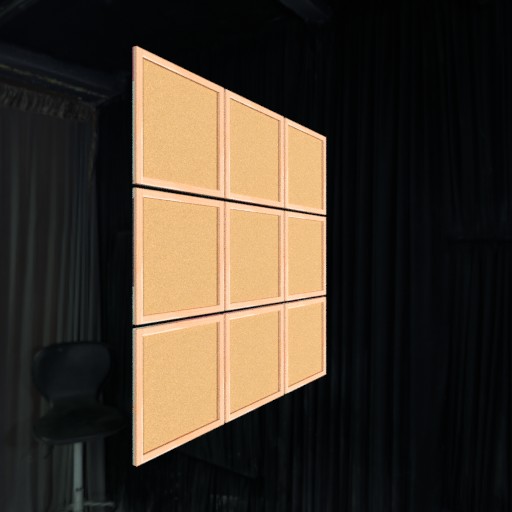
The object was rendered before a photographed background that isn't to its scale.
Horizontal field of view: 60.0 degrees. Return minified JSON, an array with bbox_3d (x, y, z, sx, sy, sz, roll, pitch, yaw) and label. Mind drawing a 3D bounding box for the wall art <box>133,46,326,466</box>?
[{"bbox_3d":[0.000,0.000,1.333,0.012,0.910,0.911,0,0,35],"label":"wall art"}]
